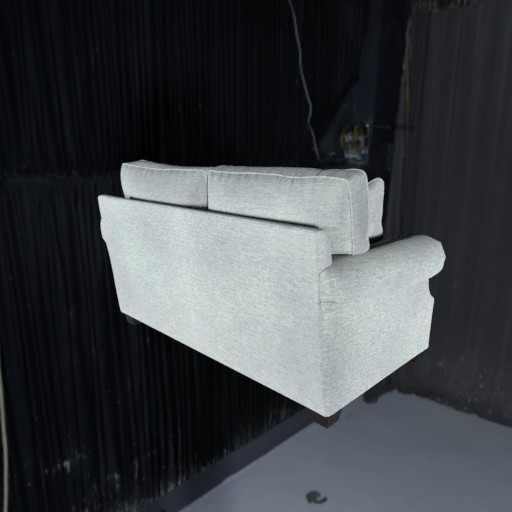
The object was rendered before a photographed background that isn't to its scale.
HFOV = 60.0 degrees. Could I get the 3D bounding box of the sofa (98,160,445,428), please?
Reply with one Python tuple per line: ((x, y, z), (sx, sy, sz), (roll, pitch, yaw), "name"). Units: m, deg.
((0.000, 0.000, 2.331), (0.966, 0.966, 1.701), (-13, 19, -43), "sofa")
